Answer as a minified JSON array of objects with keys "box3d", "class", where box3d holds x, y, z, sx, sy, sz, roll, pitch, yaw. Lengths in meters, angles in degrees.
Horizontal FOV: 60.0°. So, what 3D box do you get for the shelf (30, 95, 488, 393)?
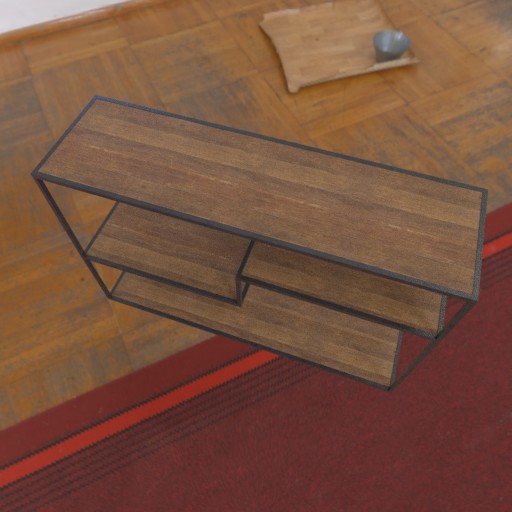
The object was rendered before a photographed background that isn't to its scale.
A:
[{"box3d":[0.000,0.000,1.533,1.201,0.765,0.361,16,59,10],"class":"shelf"}]
